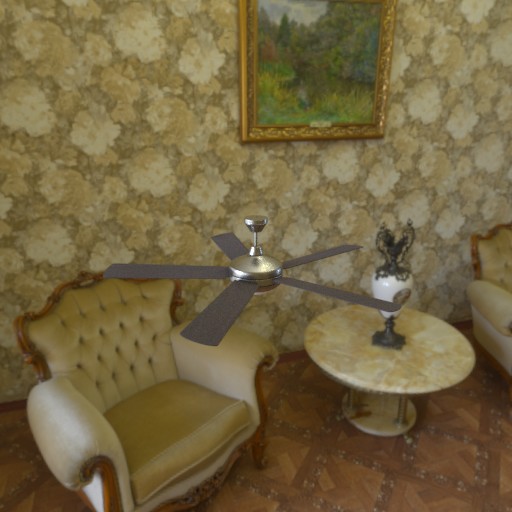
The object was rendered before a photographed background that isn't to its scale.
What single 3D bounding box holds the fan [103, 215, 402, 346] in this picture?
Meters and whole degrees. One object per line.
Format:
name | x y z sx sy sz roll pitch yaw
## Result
fan | 0.000 0.000 2.017 1.321 0.356 1.321 9 20 25
